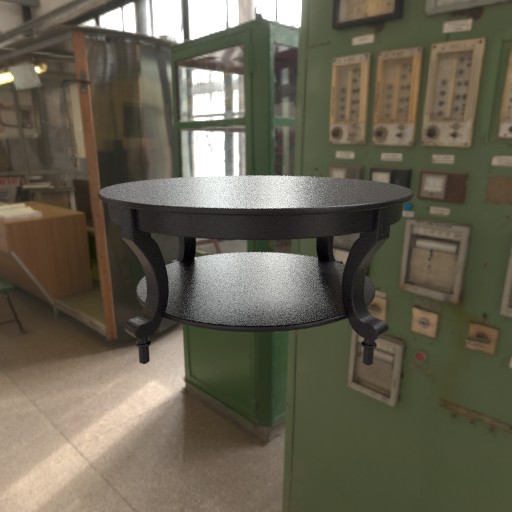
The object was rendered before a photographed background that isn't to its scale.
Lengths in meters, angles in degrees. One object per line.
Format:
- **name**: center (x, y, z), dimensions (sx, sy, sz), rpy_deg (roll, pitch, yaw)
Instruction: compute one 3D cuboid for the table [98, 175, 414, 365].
- **table**: center (0.000, 0.000, 1.581), dimensions (1.029, 0.491, 1.029), rpy_deg (0, 14, 0)
